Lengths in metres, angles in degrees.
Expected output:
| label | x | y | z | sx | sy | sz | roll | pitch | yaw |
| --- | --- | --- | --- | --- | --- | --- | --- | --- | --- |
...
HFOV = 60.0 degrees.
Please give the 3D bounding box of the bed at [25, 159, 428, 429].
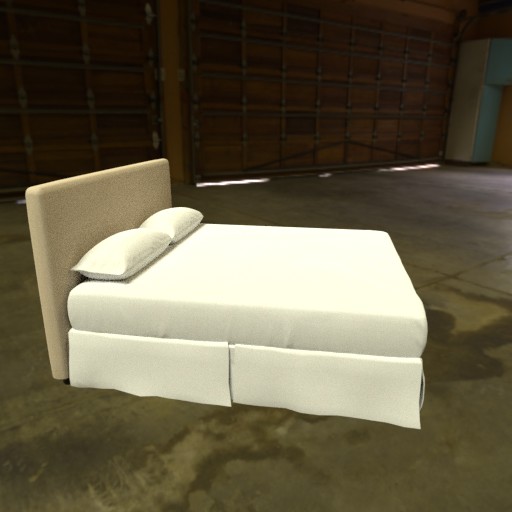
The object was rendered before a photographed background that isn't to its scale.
| label | x | y | z | sx | sy | sz | roll | pitch | yaw |
| --- | --- | --- | --- | --- | --- | --- | --- | --- | --- |
| bed | 0.000 | 0.000 | 3.450 | 2.319 | 1.317 | 2.119 | 3 | 17 | 9 |
